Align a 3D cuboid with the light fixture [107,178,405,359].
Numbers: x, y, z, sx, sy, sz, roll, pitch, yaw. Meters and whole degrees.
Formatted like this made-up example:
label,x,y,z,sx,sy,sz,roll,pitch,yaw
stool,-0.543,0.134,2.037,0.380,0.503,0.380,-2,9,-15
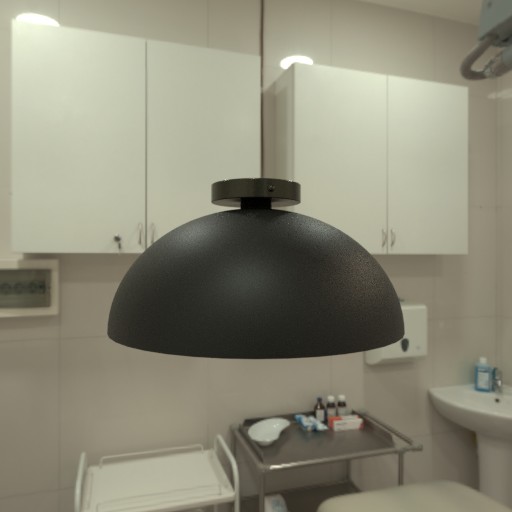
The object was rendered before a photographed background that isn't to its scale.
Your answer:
label,x,y,z,sx,sy,sz,roll,pitch,yaw
light fixture,0.000,0.000,0.558,0.355,0.177,0.355,0,0,0
